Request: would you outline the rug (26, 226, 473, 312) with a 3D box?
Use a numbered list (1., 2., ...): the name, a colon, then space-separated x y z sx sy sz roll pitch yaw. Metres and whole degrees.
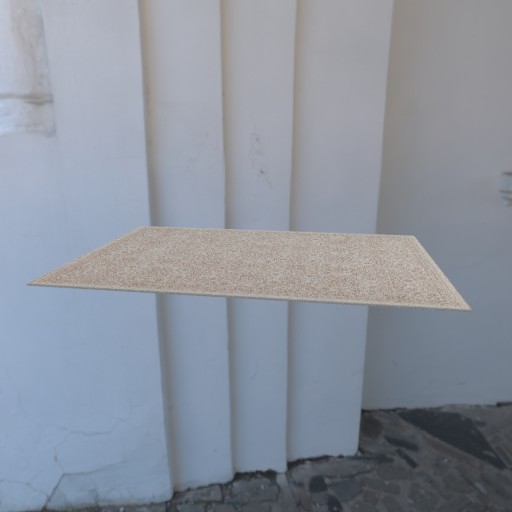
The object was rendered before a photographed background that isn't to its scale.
1. rug: 0.000 0.000 2.358 1.829 0.010 1.219 3 16 9
